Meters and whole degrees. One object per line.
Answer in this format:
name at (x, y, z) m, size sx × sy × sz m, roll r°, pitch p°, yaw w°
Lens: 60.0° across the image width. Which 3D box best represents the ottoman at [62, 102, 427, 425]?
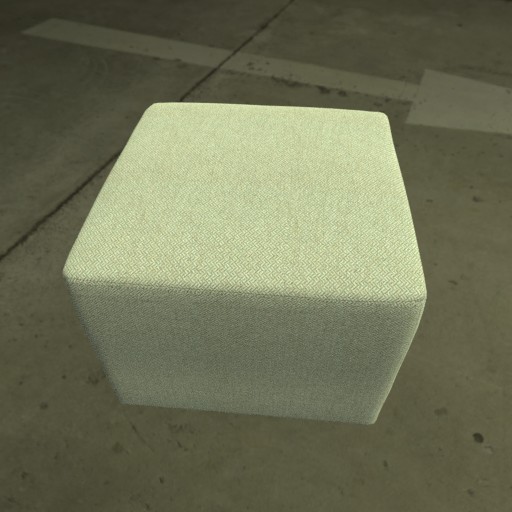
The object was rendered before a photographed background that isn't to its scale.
ottoman at (0.000, 0.000, 0.906) m, size 0.521 × 0.453 × 0.512 m, roll 4°, pitch 46°, yaw 3°
